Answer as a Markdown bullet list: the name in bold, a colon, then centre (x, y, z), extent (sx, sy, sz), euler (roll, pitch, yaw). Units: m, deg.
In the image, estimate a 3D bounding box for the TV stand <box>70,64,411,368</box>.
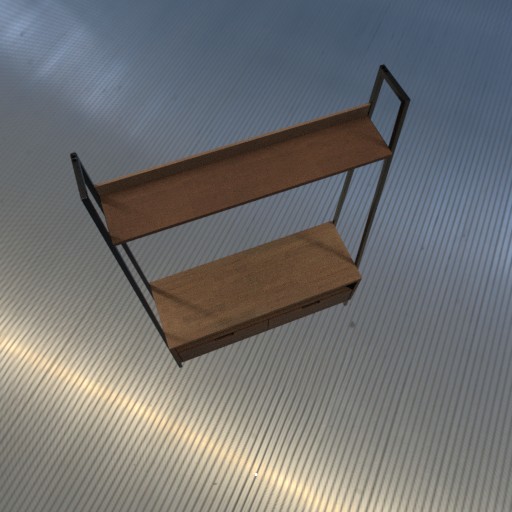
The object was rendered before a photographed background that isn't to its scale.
- **TV stand**: centre (0.000, 0.000, 2.366), extent (1.250, 1.772, 0.432), euler (-19, 65, -9)
